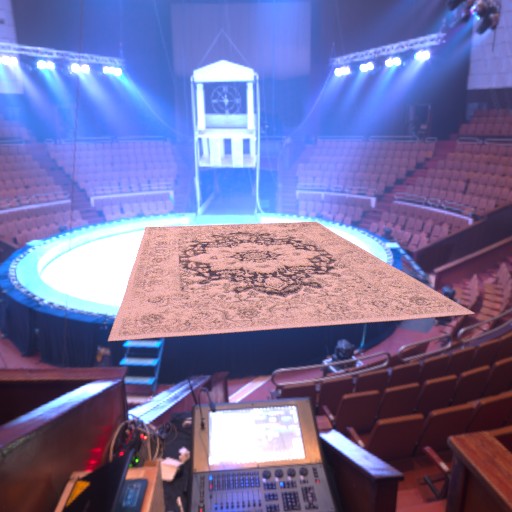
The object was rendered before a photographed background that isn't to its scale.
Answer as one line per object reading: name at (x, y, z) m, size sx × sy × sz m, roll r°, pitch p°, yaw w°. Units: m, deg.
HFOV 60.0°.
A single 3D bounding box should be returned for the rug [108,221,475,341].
rug at (0.000, 0.000, 2.286) m, size 1.223 × 0.008 × 1.813 m, roll -3°, pitch 15°, yaw -10°
